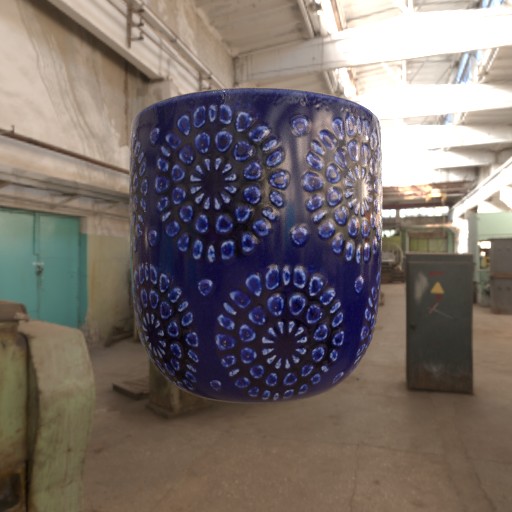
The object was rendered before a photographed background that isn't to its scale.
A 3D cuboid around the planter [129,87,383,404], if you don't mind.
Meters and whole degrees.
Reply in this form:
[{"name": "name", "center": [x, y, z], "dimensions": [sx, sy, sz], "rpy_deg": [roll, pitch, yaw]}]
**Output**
[{"name": "planter", "center": [0.000, 0.000, 0.199], "dimensions": [0.109, 0.112, 0.109], "rpy_deg": [0, 0, 0]}]
